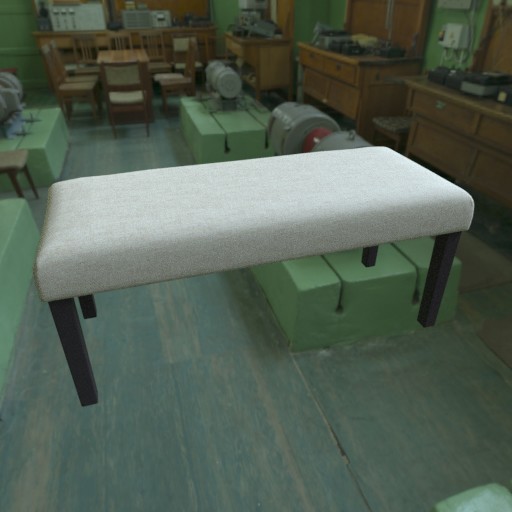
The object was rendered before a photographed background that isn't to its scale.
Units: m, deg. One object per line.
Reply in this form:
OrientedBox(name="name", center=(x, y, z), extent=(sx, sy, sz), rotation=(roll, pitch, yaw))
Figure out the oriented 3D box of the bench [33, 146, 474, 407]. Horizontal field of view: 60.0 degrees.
OrientedBox(name="bench", center=(0.000, 0.000, 1.214), extent=(1.013, 0.456, 0.407), rotation=(-9, 33, -15))
